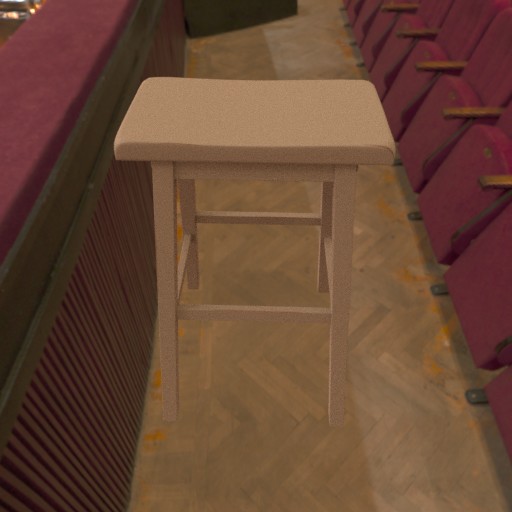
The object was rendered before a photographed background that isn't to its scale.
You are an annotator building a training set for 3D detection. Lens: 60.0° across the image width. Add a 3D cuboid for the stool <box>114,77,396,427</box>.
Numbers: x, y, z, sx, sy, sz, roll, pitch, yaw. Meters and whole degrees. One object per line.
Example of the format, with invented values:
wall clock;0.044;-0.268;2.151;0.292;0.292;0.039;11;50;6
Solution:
stool;0.000;0.000;1.034;0.457;0.737;0.476;1;45;1
